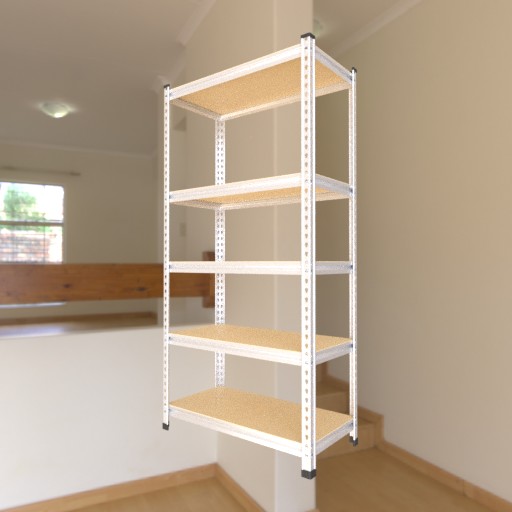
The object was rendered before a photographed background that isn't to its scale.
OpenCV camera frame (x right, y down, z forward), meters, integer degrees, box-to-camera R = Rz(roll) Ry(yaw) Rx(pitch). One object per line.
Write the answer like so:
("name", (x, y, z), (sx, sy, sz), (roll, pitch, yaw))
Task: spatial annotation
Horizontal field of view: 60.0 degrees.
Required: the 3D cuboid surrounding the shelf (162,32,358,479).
("shelf", (0.000, 0.000, 2.268), (0.914, 1.829, 0.457), (-1, -1, 38))
